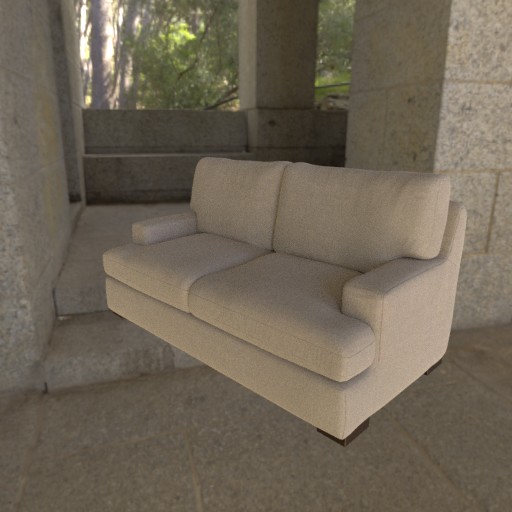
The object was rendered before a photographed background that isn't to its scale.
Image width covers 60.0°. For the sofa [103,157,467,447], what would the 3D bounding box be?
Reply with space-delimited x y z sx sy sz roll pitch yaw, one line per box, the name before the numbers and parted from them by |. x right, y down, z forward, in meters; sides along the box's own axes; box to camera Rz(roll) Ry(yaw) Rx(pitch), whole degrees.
sofa | 0.000 0.000 2.437 1.855 0.980 0.962 16 22 42
